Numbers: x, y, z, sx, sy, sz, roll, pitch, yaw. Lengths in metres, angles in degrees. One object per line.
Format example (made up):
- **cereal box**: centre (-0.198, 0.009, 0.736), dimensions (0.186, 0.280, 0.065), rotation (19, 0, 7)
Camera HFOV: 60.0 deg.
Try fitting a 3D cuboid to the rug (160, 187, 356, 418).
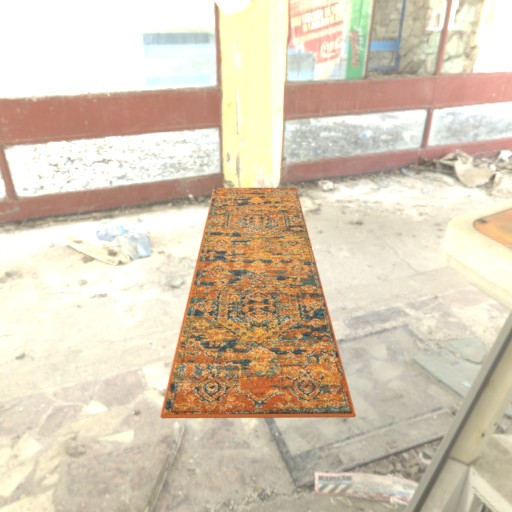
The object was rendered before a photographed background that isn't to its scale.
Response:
- **rug**: centre (0.000, 0.000, 2.472), dimensions (0.651, 0.016, 2.274), rotation (0, 28, 0)
